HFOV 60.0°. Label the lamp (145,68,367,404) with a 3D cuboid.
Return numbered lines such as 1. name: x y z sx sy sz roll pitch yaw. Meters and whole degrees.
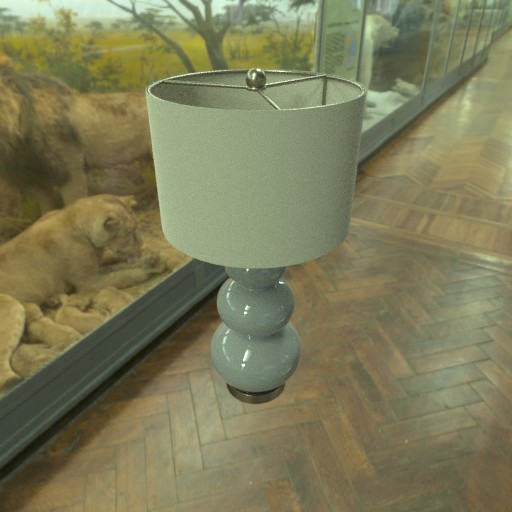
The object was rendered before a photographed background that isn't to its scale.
1. lamp: 0.000 0.000 0.926 0.367 0.730 0.367 0 31 0
